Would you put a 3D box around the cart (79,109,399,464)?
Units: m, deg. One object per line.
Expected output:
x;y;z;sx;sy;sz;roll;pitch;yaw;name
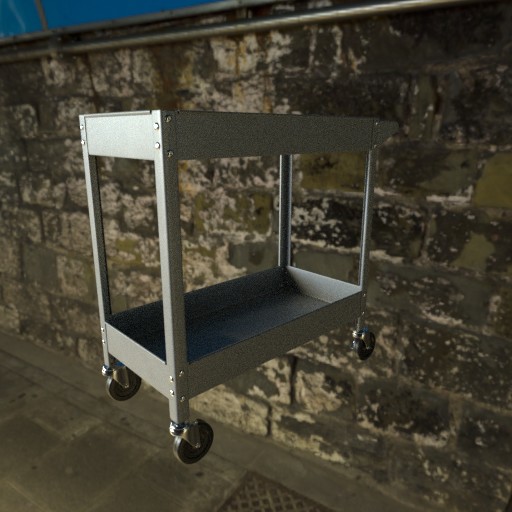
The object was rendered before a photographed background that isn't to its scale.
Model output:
0.000;0.000;1.198;0.779;0.719;0.366;-14;21;-41;cart
